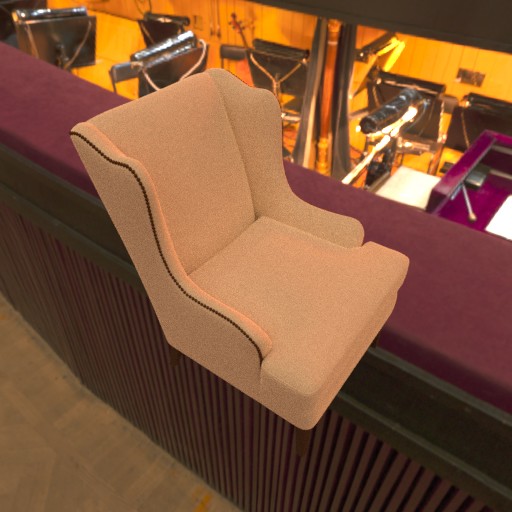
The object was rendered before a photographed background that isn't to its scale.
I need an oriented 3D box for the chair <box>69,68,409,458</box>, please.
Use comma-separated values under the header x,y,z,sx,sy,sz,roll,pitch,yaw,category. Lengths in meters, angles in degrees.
x,y,z,sx,sy,sz,roll,pitch,yaw,category
0.000,0.000,1.633,0.940,1.029,0.737,26,48,27,chair
